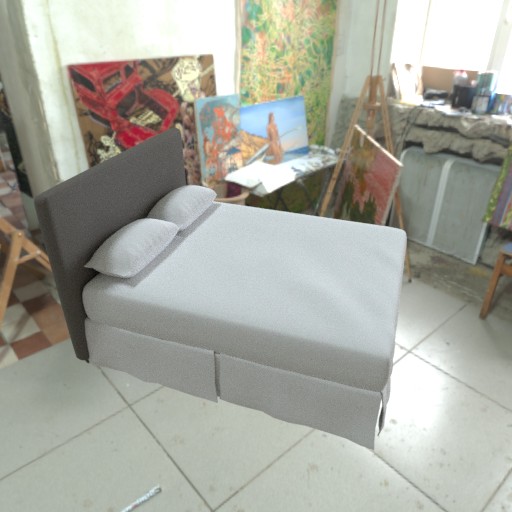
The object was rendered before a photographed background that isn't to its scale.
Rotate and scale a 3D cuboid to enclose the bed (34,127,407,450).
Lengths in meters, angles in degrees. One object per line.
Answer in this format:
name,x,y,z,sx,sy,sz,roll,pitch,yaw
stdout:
bed,0.000,0.000,3.231,2.142,1.330,1.723,10,32,17
